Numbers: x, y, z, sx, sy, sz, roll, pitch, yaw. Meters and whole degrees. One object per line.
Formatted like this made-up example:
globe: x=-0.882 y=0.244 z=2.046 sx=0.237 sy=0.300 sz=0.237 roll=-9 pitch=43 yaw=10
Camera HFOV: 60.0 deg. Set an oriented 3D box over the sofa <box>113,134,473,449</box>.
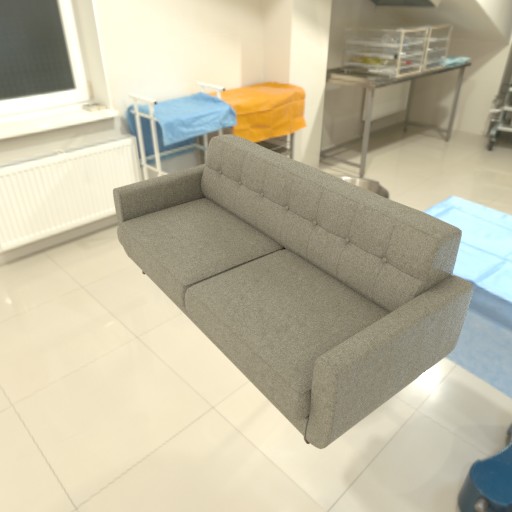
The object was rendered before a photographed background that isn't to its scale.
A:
sofa: x=0.000 y=0.000 z=2.549 sx=0.968 sy=0.873 sz=2.055 roll=-22 pitch=38 yaw=-31
